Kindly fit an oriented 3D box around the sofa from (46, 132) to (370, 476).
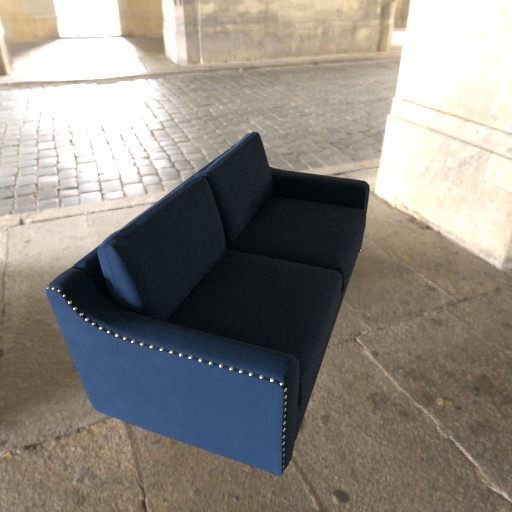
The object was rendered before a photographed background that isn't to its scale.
[{"bbox_3d":[0.000,0.000,2.689,1.104,0.983,2.107,11,33,17],"label":"sofa"}]
